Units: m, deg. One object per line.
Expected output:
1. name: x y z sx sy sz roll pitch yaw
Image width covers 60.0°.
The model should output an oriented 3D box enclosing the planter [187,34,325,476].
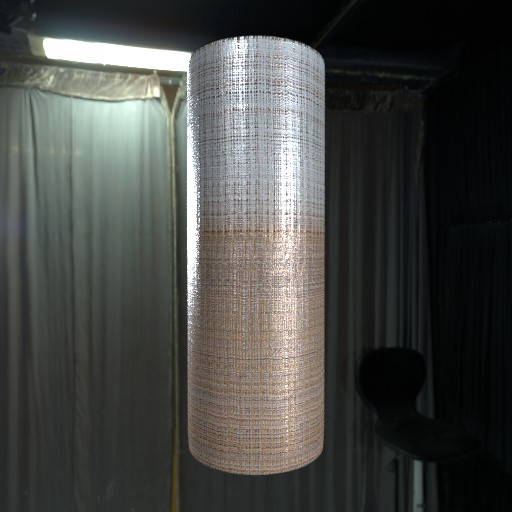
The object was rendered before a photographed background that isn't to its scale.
1. planter: 0.000 0.000 0.325 0.099 0.278 0.099 0 1 -18
